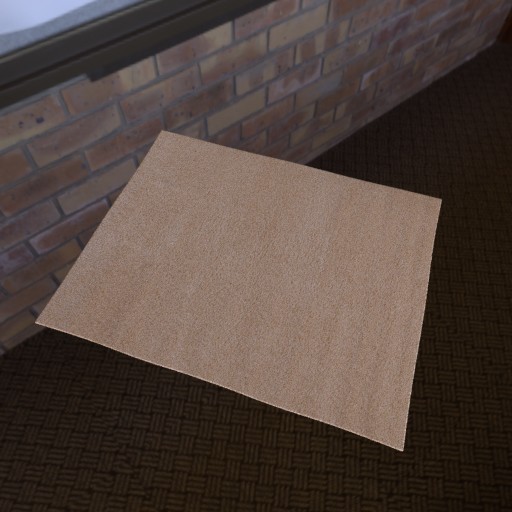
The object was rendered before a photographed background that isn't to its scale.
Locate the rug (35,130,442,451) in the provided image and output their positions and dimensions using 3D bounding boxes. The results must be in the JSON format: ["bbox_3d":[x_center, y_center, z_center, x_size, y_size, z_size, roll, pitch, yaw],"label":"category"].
[{"bbox_3d":[0.000,0.000,3.979,3.000,0.025,2.400,16,59,10],"label":"rug"}]
